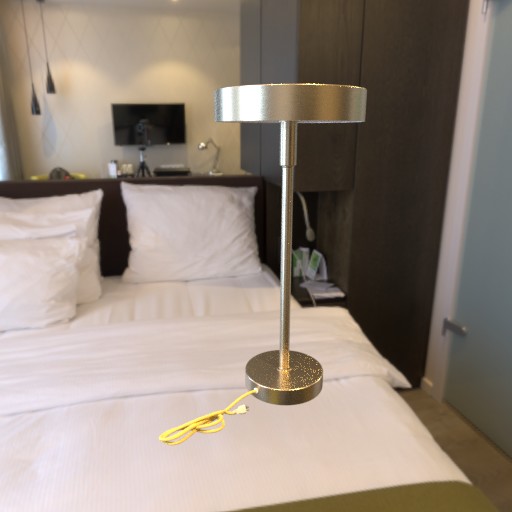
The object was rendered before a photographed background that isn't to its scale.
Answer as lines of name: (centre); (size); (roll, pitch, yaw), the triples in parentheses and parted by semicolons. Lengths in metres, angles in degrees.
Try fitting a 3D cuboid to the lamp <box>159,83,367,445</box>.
lamp: (0.000, 0.000, 0.691); (0.369, 0.508, 0.229); (-15, 22, -42)
